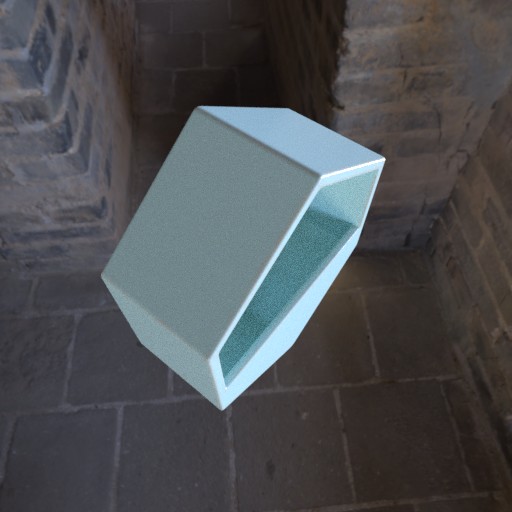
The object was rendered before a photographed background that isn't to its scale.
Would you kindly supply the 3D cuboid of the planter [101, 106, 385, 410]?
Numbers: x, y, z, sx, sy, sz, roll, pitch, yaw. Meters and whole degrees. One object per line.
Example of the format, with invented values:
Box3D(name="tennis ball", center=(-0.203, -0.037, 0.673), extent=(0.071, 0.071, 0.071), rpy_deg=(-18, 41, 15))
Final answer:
Box3D(name="planter", center=(0.000, 0.000, 0.298), extent=(0.078, 0.207, 0.169), rpy_deg=(34, 64, 19))
